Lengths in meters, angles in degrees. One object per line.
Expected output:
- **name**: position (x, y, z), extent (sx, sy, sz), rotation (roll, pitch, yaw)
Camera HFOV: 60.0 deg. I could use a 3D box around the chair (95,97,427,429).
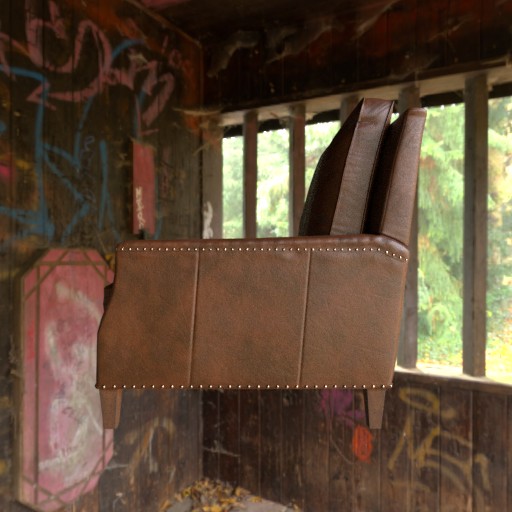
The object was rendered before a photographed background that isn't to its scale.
- **chair**: position (0.000, 0.000, 1.752), extent (1.035, 1.054, 0.854), rotation (0, 0, 0)
